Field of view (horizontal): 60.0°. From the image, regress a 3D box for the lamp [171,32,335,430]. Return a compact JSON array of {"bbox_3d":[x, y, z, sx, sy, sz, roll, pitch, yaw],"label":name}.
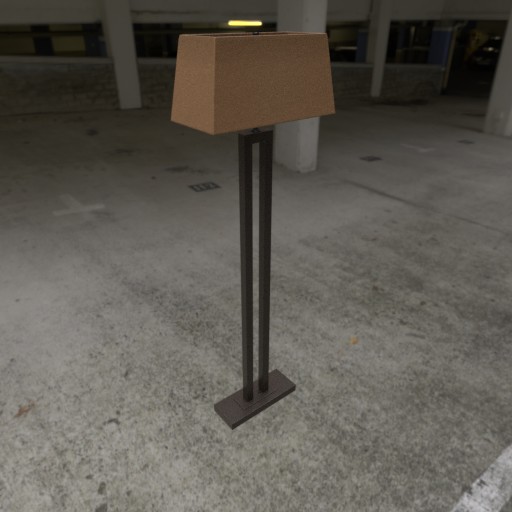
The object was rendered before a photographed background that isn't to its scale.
[{"bbox_3d":[0.000,0.000,1.631,0.475,1.469,0.233,-21,35,-33],"label":"lamp"}]
